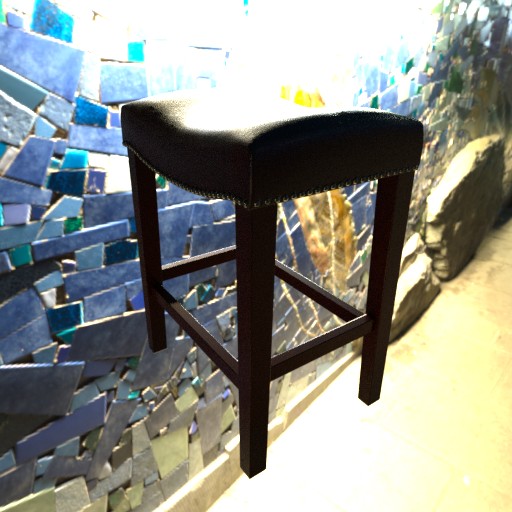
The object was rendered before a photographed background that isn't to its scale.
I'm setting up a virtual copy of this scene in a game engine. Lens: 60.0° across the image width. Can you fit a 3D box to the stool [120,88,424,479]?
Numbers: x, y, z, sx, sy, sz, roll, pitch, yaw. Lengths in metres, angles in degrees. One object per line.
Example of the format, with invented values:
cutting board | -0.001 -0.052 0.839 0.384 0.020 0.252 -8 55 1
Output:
stool | 0.000 0.000 0.973 0.372 0.657 0.504 -17 31 -31
